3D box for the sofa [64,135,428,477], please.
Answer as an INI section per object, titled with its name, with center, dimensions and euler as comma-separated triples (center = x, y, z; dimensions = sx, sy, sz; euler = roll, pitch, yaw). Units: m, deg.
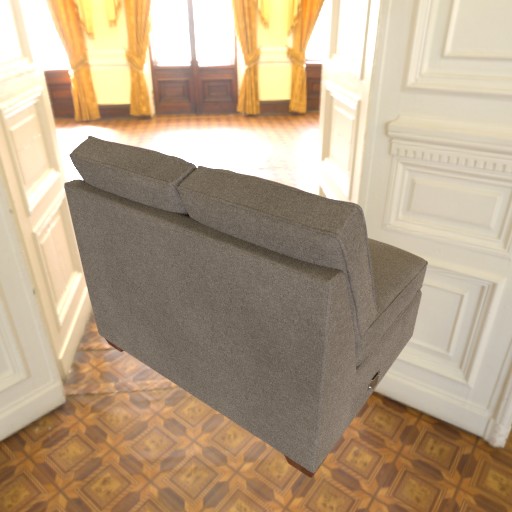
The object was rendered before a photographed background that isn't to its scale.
[sofa]
center = 0.000, 0.000, 1.931
dimensions = 1.237, 1.008, 0.951
euler = 21, 35, 32
